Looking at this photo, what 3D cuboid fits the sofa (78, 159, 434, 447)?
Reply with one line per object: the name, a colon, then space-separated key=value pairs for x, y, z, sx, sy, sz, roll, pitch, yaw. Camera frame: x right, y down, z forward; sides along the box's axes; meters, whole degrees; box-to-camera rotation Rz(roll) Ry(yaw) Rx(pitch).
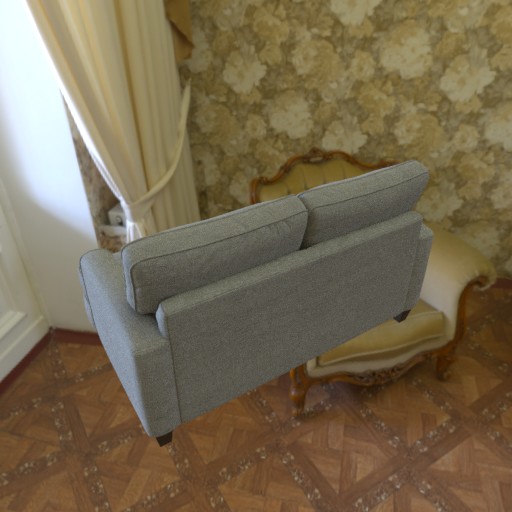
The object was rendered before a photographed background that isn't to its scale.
sofa: x=0.000 y=0.000 z=2.315 sx=1.651 sy=0.965 sz=0.965 roll=-19 pitch=37 yaw=-27
